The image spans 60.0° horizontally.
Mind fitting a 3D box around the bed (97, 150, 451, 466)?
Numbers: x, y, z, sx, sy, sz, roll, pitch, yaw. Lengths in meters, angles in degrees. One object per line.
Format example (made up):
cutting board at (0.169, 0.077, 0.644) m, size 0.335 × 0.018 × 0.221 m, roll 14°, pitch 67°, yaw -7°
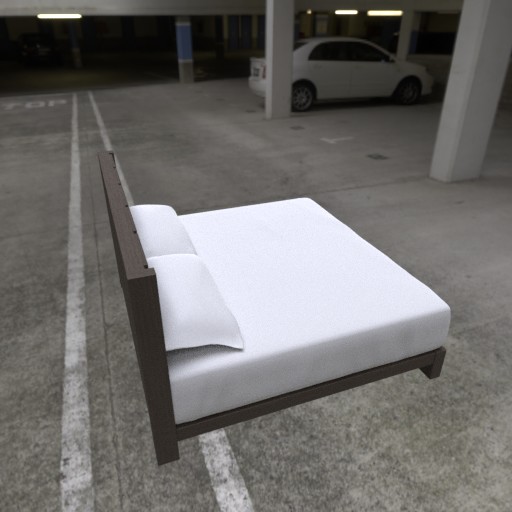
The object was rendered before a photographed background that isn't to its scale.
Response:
bed at (0.000, 0.000, 3.429) m, size 2.012 × 1.270 × 2.134 m, roll -10°, pitch 31°, yaw -18°
